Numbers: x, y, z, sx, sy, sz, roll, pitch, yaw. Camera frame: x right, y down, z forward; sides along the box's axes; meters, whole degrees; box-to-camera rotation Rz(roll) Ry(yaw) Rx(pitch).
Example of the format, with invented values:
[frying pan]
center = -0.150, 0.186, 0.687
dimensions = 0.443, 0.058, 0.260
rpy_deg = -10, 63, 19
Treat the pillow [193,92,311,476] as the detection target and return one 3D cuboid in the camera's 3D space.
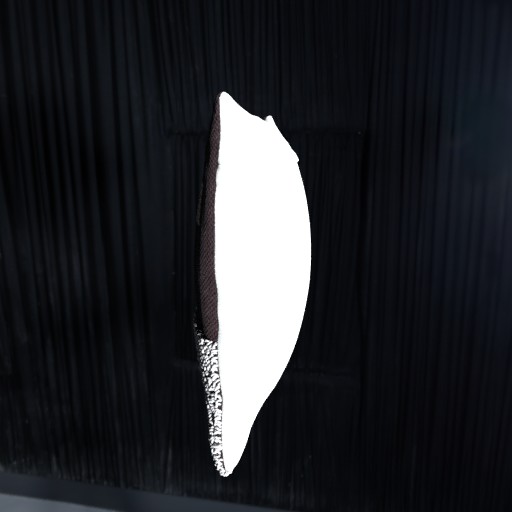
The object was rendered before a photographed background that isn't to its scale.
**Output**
[pillow]
center = 0.000, 0.000, 0.733
dimensions = 0.178, 0.473, 0.475
rpy_deg = 2, 14, 9
